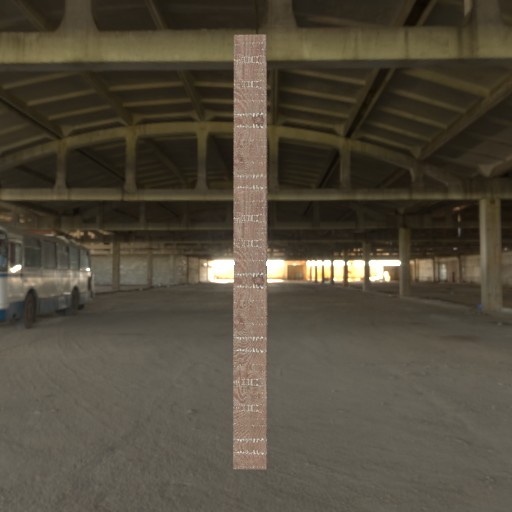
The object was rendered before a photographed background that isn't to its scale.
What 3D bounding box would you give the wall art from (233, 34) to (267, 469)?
[{"bbox_3d":[0.000,0.000,0.806,0.040,0.531,0.531,0,-2,2],"label":"wall art"}]
